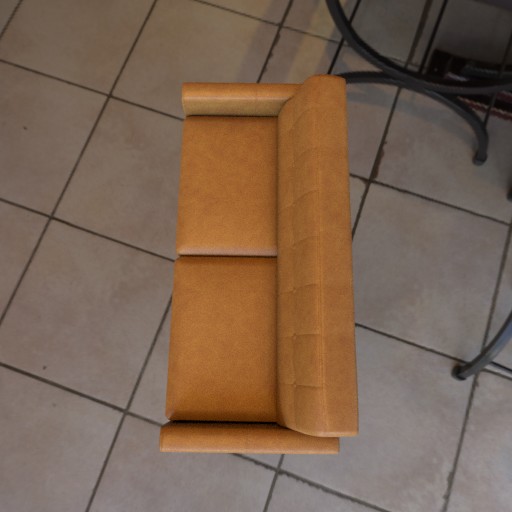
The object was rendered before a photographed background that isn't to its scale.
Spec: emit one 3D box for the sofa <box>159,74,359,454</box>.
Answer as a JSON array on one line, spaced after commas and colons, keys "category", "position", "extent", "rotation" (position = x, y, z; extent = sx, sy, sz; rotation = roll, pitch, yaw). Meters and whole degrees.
[{"category": "sofa", "position": [0.000, 0.000, 2.640], "extent": [0.980, 0.892, 2.137], "rotation": [1, 76, 0]}]
